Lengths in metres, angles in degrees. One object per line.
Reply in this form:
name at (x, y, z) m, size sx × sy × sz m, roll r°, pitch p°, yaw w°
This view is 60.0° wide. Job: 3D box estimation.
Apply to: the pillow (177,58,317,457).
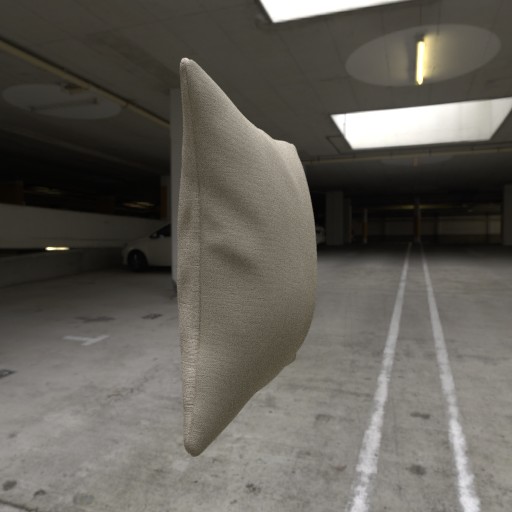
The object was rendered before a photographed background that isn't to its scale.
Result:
pillow at (0.000, 0.000, 0.661) m, size 0.162 × 0.420 × 0.437 m, roll 1°, pitch 2°, yaw 19°
